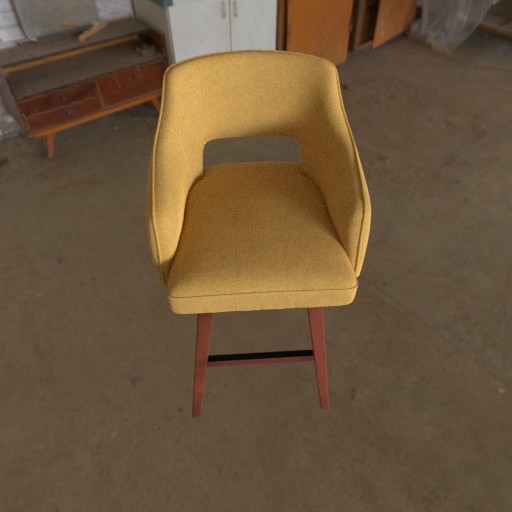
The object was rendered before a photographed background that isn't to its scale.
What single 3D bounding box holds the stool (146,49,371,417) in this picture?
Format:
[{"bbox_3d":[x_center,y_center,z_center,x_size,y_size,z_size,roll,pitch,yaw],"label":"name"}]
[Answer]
[{"bbox_3d":[0.000,0.000,1.344,0.548,1.012,0.558,-3,47,-3],"label":"stool"}]
